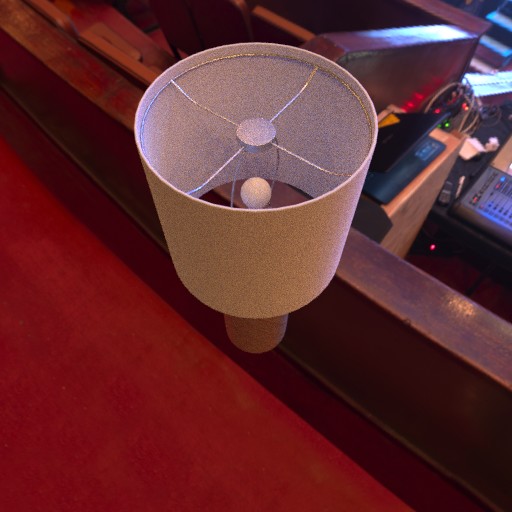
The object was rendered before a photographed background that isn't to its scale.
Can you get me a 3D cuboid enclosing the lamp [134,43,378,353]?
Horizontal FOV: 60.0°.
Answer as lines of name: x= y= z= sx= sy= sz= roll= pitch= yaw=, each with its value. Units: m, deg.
lamp: x=0.000 y=0.000 z=0.575 sx=0.207 sy=0.461 sz=0.207 roll=32 pitch=64 yaw=18
